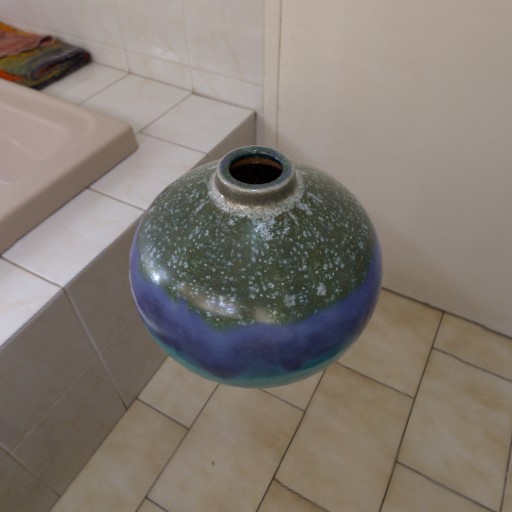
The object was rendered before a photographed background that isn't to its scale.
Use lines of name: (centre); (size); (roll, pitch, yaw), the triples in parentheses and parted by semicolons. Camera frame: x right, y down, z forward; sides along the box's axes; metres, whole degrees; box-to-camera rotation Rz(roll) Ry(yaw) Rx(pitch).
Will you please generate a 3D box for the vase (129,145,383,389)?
vase: (0.000, 0.000, 0.273); (0.154, 0.133, 0.154); (0, 47, 0)
